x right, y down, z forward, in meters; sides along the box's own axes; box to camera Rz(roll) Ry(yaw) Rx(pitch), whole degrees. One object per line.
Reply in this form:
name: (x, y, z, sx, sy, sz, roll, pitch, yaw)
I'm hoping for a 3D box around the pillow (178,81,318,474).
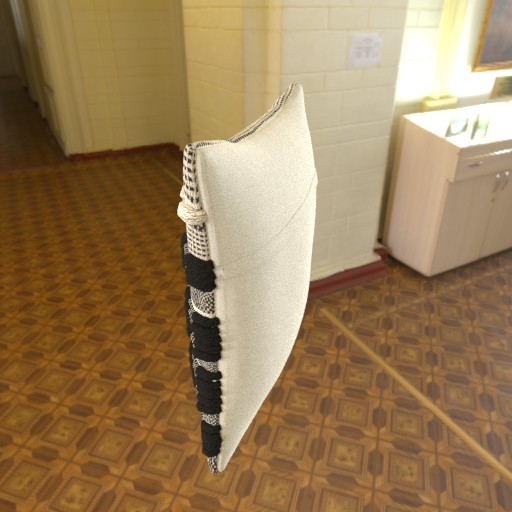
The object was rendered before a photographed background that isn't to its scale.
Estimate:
pillow: (0.000, 0.000, 0.660, 0.156, 0.438, 0.436, 8, 30, 15)
